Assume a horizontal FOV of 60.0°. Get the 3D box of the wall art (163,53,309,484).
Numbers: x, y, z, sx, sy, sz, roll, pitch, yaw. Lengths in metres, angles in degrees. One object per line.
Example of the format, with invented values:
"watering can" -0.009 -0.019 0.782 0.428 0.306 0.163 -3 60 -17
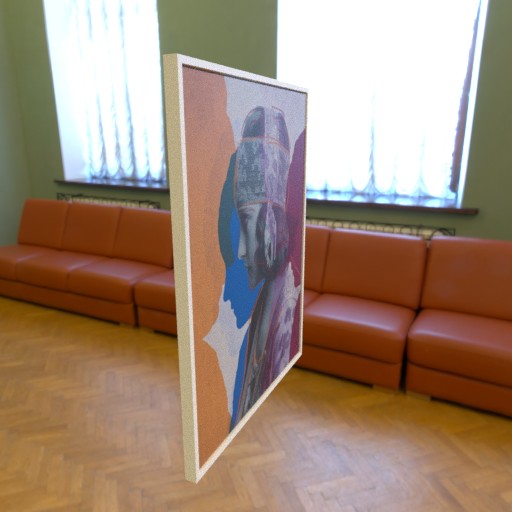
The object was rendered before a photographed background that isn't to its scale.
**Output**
"wall art" 0.000 0.000 1.386 0.039 1.050 0.795 7 17 25
